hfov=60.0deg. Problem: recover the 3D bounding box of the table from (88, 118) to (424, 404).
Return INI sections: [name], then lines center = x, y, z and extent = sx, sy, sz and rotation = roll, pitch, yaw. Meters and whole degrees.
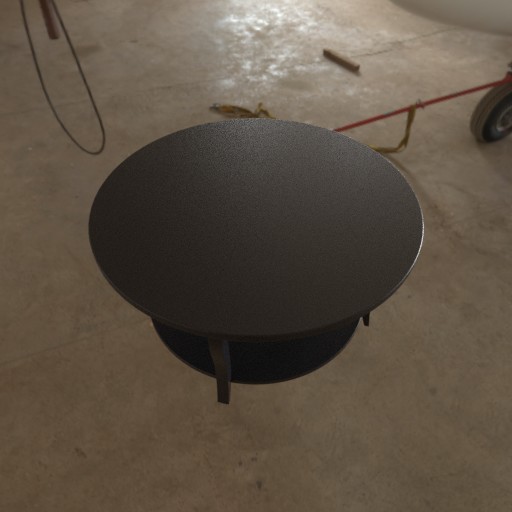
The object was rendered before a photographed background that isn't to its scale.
[table]
center = 0.000, 0.000, 1.411
extent = 0.914, 0.457, 0.914
rotation = 0, 46, 0
